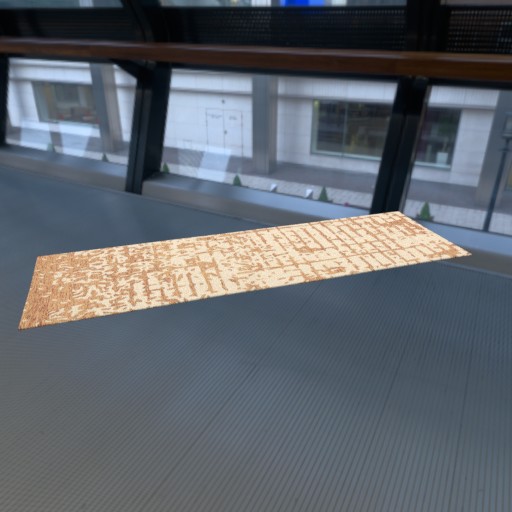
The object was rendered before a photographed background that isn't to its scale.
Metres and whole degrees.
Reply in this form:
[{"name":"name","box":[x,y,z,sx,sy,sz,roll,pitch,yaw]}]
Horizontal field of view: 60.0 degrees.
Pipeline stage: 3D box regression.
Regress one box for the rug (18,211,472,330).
[{"name":"rug","box":[0.000,0.000,2.598,2.435,0.011,0.750,-8,28,-16]}]
